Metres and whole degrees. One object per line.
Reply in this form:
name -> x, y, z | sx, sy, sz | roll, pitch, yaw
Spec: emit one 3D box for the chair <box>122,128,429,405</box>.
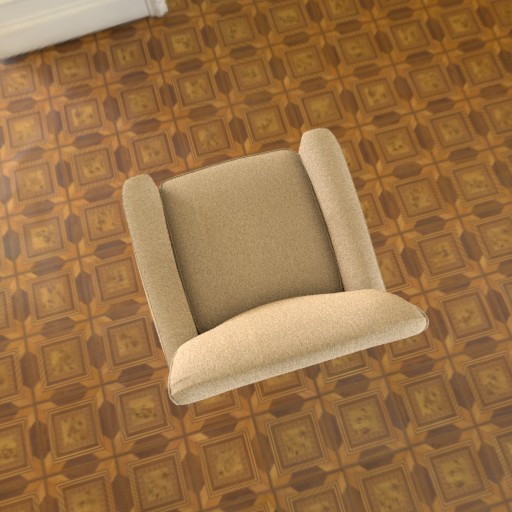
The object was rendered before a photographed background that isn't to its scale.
chair -> 0.000, 0.000, 1.646 | 0.848, 1.014, 0.864 | -16, 75, -4
